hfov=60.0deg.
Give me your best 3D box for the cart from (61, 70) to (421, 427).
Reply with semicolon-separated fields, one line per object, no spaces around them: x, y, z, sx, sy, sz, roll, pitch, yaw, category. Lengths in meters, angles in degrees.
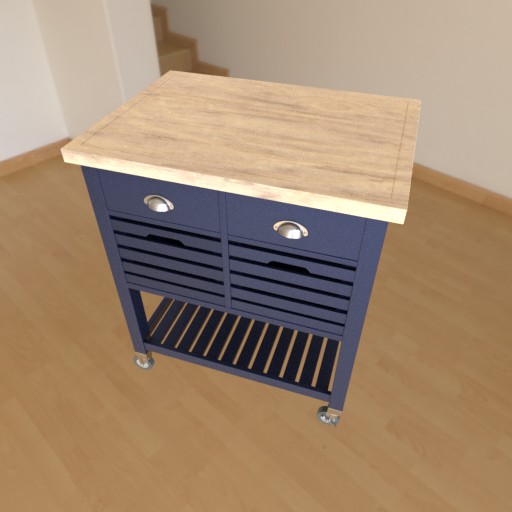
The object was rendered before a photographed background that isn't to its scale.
0.000;0.000;1.448;0.797;0.920;0.567;12;43;14;cart
